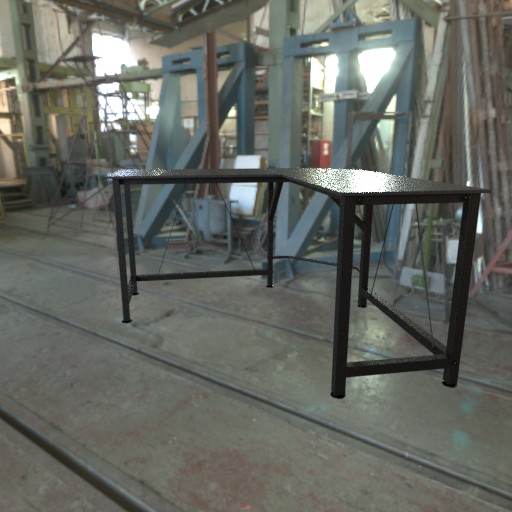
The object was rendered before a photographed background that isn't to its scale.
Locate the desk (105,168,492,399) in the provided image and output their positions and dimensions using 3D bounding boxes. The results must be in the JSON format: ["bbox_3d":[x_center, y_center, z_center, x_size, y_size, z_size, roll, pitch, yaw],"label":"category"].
[{"bbox_3d":[0.000,0.000,2.167,1.400,0.762,1.400,-2,15,-9],"label":"desk"}]
